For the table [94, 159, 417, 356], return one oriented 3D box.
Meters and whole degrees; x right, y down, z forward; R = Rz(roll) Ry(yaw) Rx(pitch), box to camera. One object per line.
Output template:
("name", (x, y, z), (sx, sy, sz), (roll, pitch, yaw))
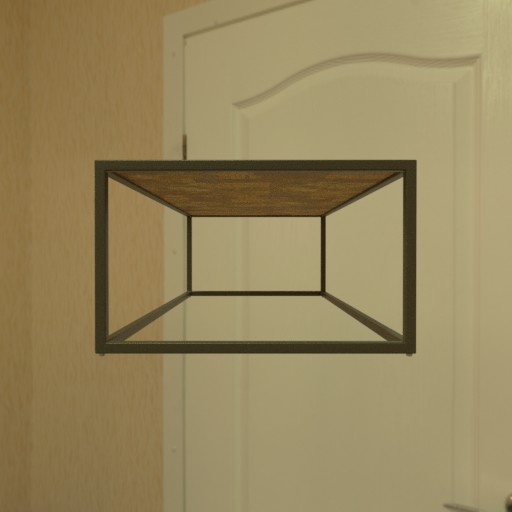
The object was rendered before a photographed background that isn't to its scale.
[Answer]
("table", (0.000, 0.000, 1.491), (0.649, 0.398, 1.199), (0, 1, 0))
